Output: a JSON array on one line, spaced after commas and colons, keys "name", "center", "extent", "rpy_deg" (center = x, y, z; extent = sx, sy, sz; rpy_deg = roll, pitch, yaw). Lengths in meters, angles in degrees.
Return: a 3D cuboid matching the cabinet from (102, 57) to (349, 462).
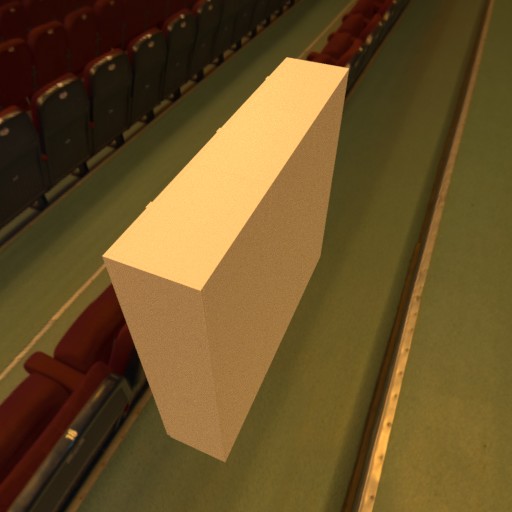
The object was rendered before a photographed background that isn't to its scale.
[{"name": "cabinet", "center": [0.000, 0.000, 3.936], "extent": [0.590, 2.370, 2.700], "rpy_deg": [18, 49, 16]}]
